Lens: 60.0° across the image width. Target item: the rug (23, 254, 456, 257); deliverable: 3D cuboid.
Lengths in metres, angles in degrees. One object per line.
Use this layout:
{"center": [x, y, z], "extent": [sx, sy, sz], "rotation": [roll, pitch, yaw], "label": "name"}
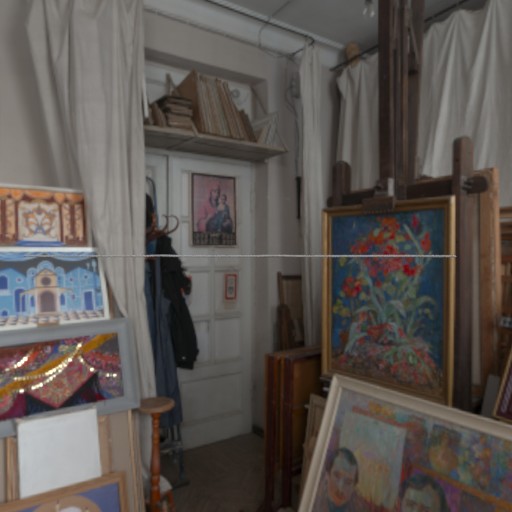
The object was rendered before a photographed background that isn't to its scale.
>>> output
{"center": [0.000, 0.000, 4.395], "extent": [3.359, 0.020, 2.448], "rotation": [0, 0, 18], "label": "rug"}
